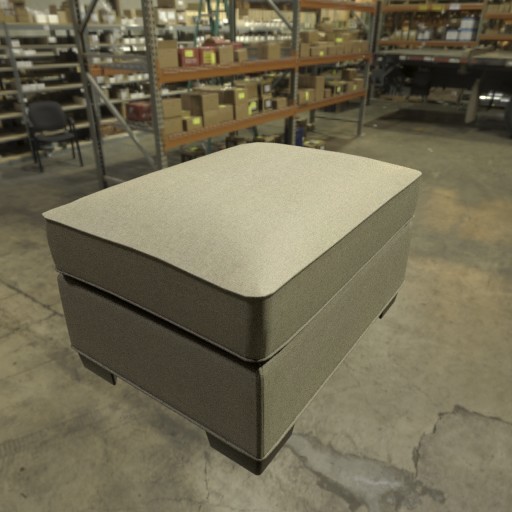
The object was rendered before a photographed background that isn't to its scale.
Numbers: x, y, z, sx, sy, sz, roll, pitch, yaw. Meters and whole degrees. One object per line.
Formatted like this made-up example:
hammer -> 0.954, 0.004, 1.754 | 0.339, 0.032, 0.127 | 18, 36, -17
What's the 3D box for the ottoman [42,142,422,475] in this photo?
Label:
ottoman -> 0.000, 0.000, 1.225 | 0.619, 0.504, 0.843 | 18, 32, 31
